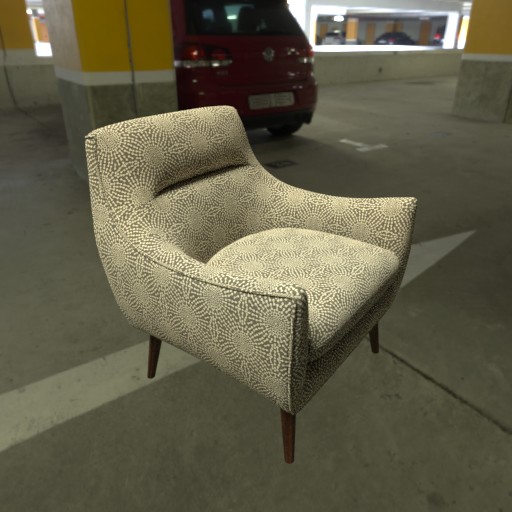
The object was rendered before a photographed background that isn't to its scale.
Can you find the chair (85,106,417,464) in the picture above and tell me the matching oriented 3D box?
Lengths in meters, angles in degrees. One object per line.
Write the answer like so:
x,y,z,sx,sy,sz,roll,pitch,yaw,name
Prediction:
0.000,0.000,1.436,0.787,0.838,0.762,18,32,32,chair
